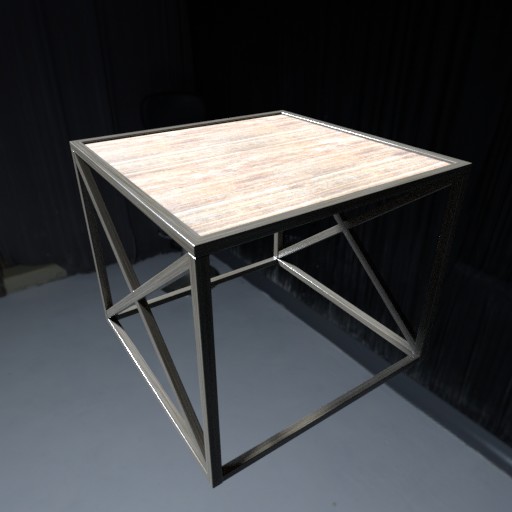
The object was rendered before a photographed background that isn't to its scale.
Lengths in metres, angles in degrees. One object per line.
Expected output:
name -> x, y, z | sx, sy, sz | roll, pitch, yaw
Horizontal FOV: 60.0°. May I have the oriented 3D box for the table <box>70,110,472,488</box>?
table -> 0.000, 0.000, 1.061 | 0.609, 0.507, 0.611 | -19, 34, -29
